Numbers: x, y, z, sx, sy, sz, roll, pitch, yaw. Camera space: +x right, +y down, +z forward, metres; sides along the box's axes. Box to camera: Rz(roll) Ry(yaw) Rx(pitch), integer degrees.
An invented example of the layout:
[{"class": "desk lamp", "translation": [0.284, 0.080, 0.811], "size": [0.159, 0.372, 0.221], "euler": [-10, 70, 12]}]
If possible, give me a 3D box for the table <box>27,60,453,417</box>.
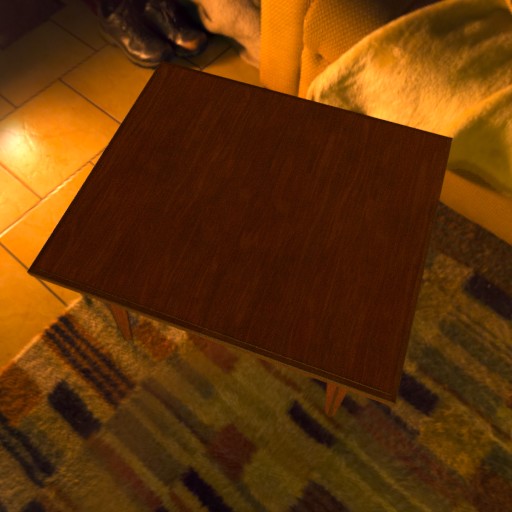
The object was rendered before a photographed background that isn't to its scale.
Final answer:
[{"class": "table", "translation": [0.000, 0.000, 1.608], "size": [0.991, 0.761, 0.838], "euler": [18, 66, 8]}]
